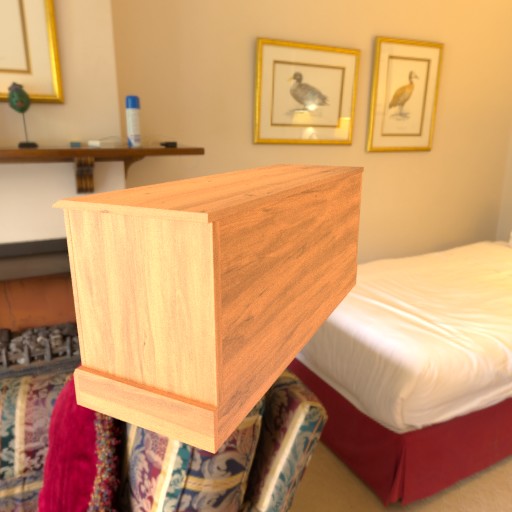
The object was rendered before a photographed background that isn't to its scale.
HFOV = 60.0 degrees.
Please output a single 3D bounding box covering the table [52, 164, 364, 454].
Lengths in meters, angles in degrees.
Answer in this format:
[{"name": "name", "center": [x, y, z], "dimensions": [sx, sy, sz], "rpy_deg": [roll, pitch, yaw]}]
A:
[{"name": "table", "center": [0.000, 0.000, 1.464], "dimensions": [0.400, 0.510, 1.200], "rpy_deg": [8, 17, 25]}]
